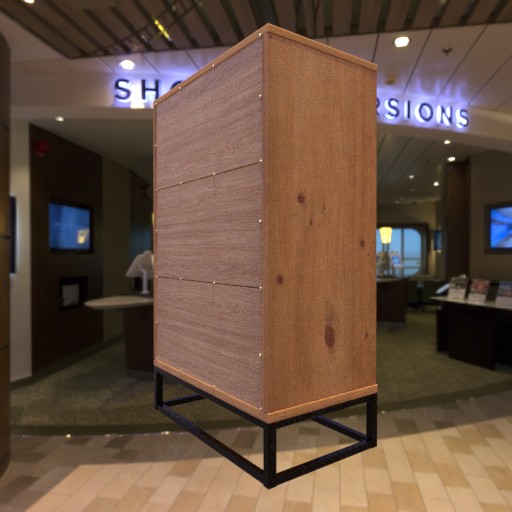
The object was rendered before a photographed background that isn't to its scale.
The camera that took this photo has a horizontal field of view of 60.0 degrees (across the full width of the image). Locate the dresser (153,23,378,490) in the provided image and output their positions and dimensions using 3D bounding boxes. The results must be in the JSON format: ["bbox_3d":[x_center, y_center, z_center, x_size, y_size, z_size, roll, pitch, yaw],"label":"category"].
[{"bbox_3d":[0.000,0.000,1.620,0.479,1.240,0.761,0,1,-36],"label":"dresser"}]
